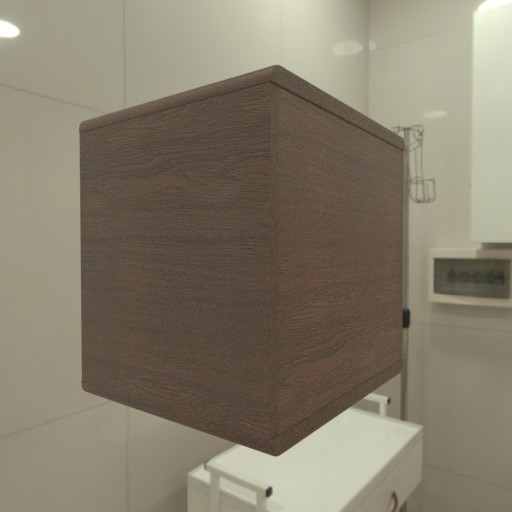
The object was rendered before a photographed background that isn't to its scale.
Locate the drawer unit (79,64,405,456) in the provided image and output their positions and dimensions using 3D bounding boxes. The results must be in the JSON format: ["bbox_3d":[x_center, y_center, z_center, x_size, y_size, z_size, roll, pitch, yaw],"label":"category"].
[{"bbox_3d":[0.000,0.000,0.602,0.290,0.344,0.344,1,2,37],"label":"drawer unit"}]
